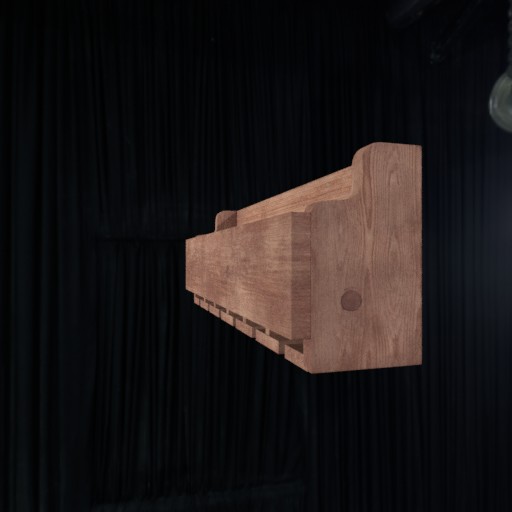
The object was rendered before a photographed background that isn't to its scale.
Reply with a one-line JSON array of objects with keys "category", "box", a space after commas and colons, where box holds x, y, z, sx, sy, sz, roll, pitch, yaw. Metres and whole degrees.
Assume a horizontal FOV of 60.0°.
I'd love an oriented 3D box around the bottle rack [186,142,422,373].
[{"category": "bottle rack", "box": [0.000, 0.000, 0.670, 0.126, 0.196, 0.608, 0, 0, -17]}]
